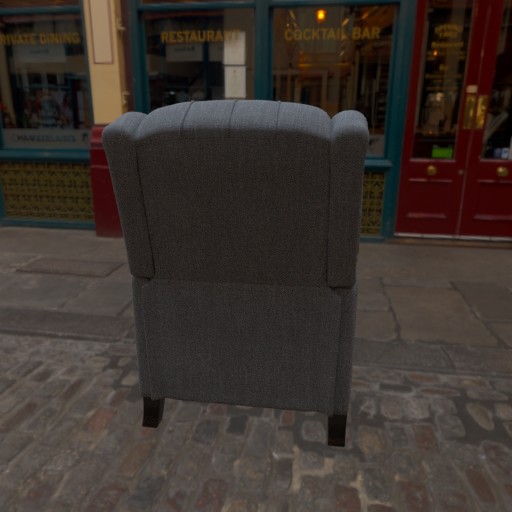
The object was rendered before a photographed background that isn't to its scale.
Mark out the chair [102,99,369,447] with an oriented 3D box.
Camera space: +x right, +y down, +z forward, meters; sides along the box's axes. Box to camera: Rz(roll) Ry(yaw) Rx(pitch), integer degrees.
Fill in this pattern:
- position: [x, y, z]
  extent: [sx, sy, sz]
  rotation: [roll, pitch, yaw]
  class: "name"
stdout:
- position: [0.000, 0.000, 1.616]
  extent: [0.742, 1.035, 0.898]
  rotation: [2, 16, 8]
  class: "chair"
